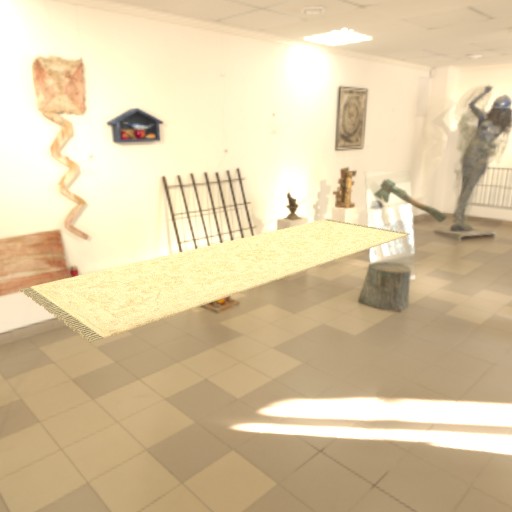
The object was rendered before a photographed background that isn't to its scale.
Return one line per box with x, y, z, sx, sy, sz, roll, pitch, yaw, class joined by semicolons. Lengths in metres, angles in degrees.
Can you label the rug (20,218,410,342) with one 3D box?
0.000;0.000;2.804;2.544;0.015;0.795;-15;22;-43;rug
